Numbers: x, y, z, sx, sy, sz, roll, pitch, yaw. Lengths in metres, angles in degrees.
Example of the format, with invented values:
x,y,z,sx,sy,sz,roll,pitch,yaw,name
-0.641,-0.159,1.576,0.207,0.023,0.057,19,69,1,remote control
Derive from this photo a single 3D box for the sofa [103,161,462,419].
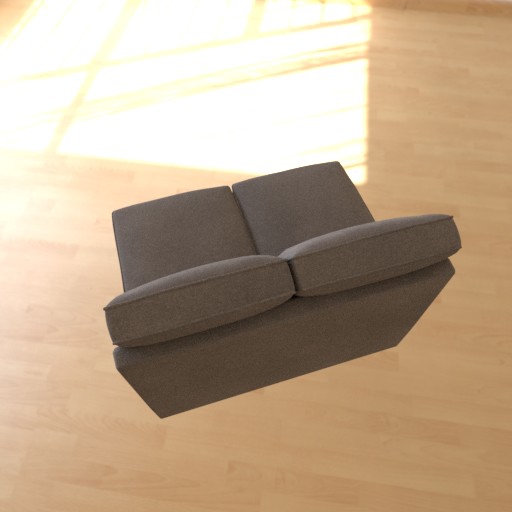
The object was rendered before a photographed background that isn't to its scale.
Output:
x,y,z,sx,sy,sz,roll,pitch,yaw,name
0.000,0.000,2.014,1.237,1.008,0.951,-15,59,-9,sofa
